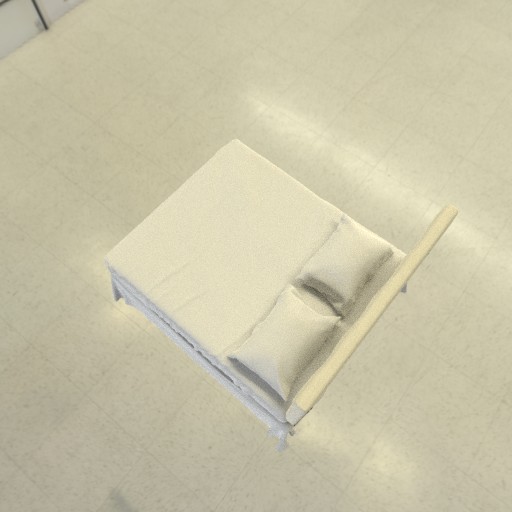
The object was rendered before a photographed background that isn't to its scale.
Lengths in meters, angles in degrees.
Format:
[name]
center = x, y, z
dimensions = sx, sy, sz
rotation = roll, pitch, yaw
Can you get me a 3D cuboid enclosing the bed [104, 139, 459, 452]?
[bed]
center = 0.000, 0.000, 3.556
dimensions = 2.222, 1.577, 1.936
rotation = 37, 70, 16
